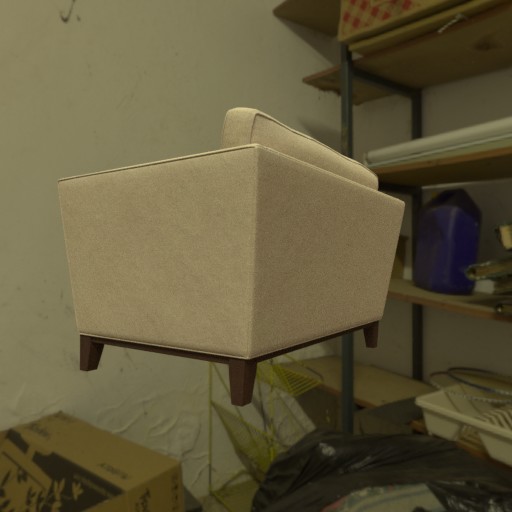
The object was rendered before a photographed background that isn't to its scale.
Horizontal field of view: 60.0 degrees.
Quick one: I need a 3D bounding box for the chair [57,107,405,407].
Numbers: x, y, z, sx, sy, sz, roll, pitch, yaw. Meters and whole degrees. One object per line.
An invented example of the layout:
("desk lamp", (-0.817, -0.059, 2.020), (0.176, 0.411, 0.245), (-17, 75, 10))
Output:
("chair", (0.000, 0.000, 2.045), (0.965, 0.940, 1.397), (-1, -1, 35))
